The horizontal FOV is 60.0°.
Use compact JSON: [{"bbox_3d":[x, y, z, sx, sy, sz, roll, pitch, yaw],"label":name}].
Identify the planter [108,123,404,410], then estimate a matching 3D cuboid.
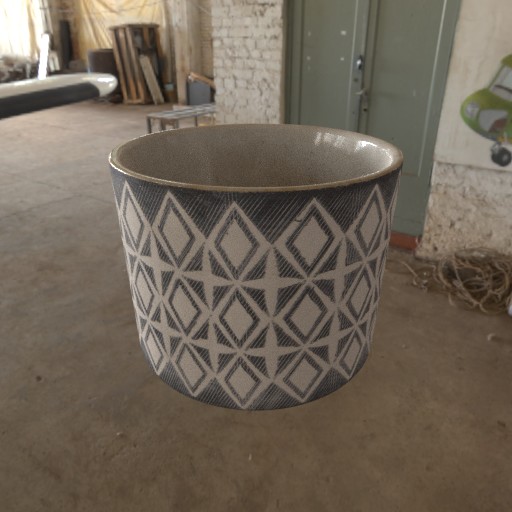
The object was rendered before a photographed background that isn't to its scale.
[{"bbox_3d":[0.000,0.000,0.336,0.192,0.165,0.192,0,26,0],"label":"planter"}]
